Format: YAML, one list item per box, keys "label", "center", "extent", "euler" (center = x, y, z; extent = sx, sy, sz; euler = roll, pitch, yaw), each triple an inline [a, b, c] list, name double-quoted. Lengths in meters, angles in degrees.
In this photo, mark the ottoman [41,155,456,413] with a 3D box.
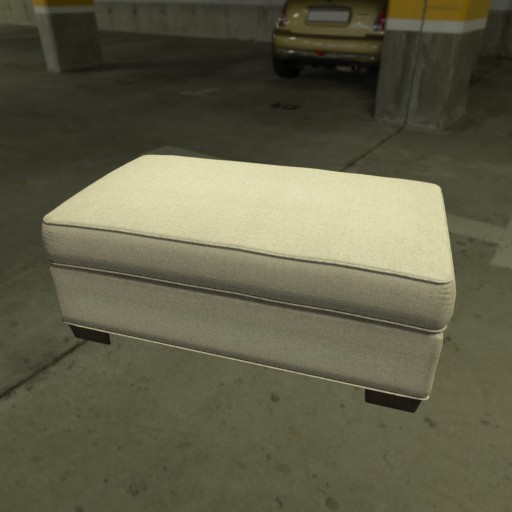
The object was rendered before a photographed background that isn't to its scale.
- label: "ottoman"
  center: [0.000, 0.000, 1.417]
  extent: [1.097, 0.461, 0.617]
  euler: [9, 32, 14]
